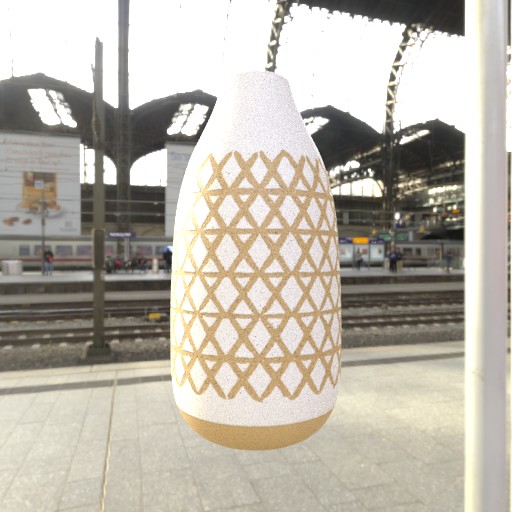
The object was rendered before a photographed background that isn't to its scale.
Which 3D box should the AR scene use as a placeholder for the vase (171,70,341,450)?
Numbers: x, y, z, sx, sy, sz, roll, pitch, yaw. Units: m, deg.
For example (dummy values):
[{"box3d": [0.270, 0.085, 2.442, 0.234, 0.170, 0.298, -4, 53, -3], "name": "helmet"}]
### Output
[{"box3d": [0.000, 0.000, 0.490, 0.186, 0.380, 0.186, 0, 0, 0], "name": "vase"}]
